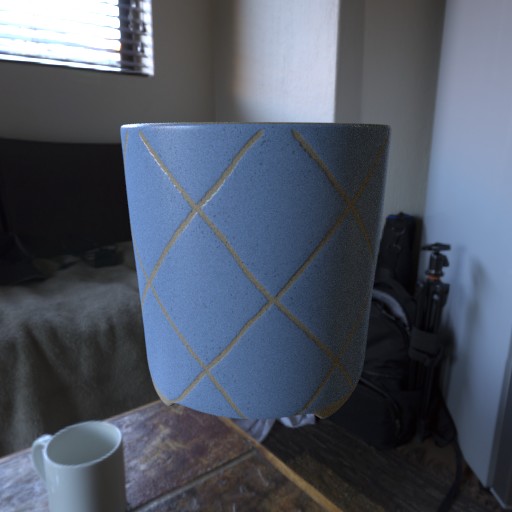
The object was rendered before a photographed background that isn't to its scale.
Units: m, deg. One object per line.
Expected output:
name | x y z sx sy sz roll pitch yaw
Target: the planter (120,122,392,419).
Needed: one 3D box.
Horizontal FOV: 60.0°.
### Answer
planter | 0.000 0.000 0.417 0.227 0.235 0.227 0 15 0
